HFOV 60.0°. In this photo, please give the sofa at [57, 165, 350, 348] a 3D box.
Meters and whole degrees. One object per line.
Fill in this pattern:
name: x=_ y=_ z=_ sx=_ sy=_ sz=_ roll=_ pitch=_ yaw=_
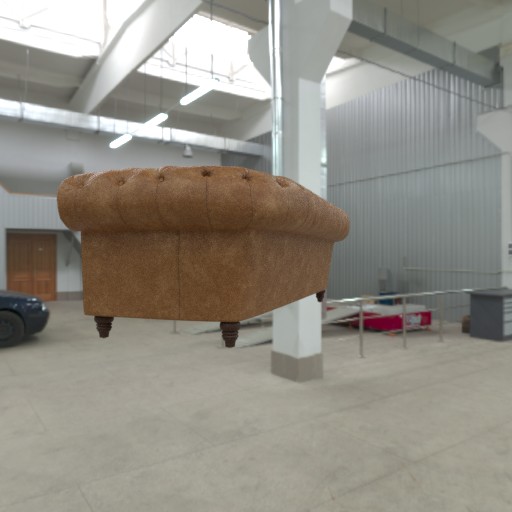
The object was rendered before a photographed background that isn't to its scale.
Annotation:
sofa: x=0.000 y=0.000 z=2.799 sx=0.989 sy=0.760 sz=2.365 roll=0 pitch=0 yaw=20
